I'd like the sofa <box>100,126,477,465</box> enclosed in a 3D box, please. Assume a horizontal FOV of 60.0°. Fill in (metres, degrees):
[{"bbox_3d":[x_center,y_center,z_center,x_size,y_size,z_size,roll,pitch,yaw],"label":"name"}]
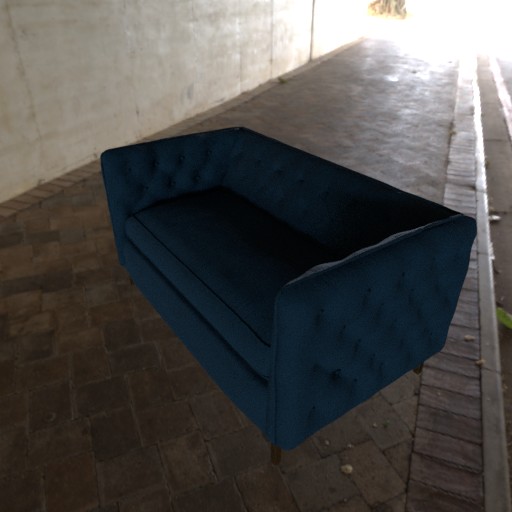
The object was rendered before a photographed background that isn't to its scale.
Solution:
[{"bbox_3d":[0.000,0.000,2.103,0.909,0.810,1.583,-20,36,-30],"label":"sofa"}]
